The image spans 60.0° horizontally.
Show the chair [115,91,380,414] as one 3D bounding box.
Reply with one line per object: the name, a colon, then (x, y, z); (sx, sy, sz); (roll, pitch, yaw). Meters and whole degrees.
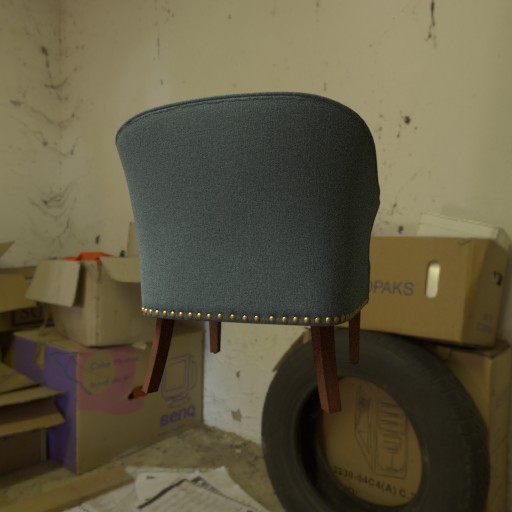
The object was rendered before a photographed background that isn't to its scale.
chair: (0.000, 0.000, 1.441); (0.772, 0.815, 0.704); (0, 1, 17)
